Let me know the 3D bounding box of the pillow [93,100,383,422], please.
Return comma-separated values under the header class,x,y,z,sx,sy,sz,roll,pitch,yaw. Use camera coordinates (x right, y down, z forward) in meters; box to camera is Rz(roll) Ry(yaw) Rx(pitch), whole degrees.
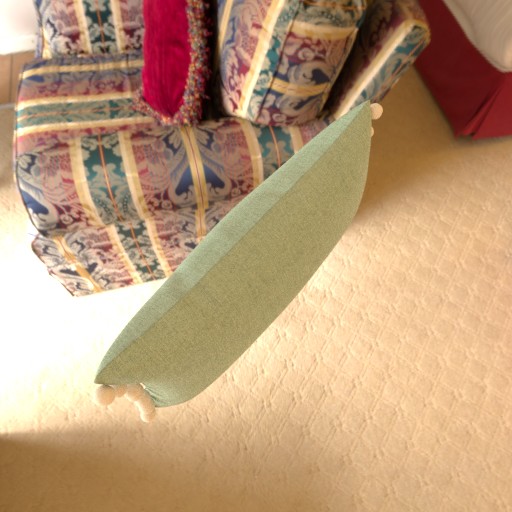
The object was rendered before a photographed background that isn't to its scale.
class,x,y,z,sx,sy,sz,roll,pitch,yaw
pillow,0.000,0.000,0.828,0.201,0.322,0.709,37,69,17
